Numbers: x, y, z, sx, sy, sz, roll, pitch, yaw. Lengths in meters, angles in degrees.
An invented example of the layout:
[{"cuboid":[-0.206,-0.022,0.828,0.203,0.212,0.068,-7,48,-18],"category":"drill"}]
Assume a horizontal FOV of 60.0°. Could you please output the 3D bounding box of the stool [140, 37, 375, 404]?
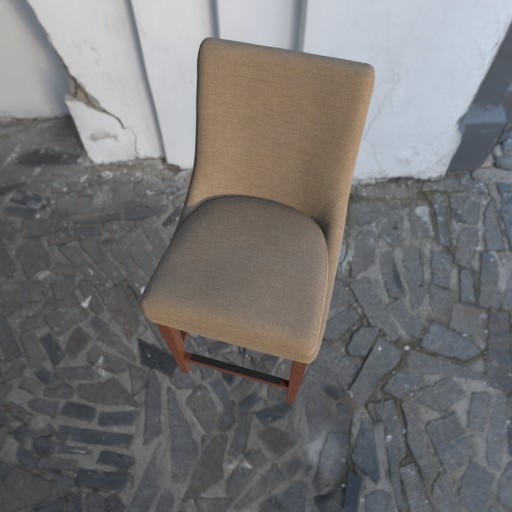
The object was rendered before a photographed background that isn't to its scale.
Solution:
[{"cuboid":[0.000,0.000,1.294,0.470,0.981,0.577,13,59,8],"category":"stool"}]
